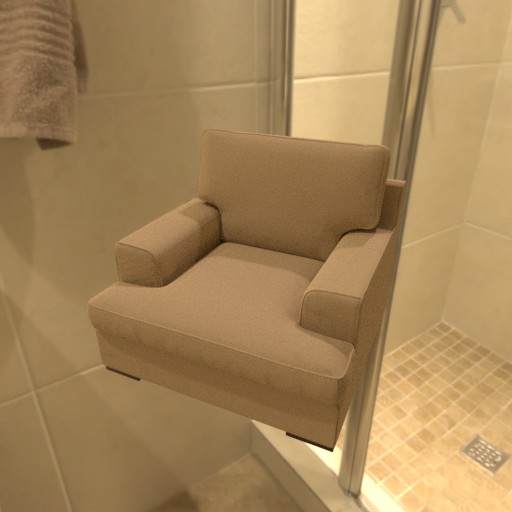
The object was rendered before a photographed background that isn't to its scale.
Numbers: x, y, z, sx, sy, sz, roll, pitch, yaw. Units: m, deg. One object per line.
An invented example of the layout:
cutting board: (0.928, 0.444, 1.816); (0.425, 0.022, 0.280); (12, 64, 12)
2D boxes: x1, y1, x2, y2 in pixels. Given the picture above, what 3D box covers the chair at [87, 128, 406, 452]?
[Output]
chair: (0.000, 0.000, 2.138); (1.293, 1.005, 1.274); (8, 28, 15)
